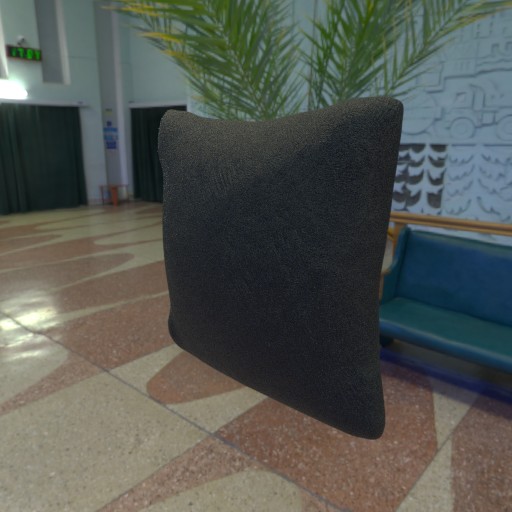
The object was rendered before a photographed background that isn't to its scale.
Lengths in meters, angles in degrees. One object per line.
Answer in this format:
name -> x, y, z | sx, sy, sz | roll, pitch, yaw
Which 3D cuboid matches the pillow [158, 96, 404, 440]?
pillow -> 0.000, 0.000, 0.797 | 0.533, 0.523, 0.210 | 13, 20, 41
